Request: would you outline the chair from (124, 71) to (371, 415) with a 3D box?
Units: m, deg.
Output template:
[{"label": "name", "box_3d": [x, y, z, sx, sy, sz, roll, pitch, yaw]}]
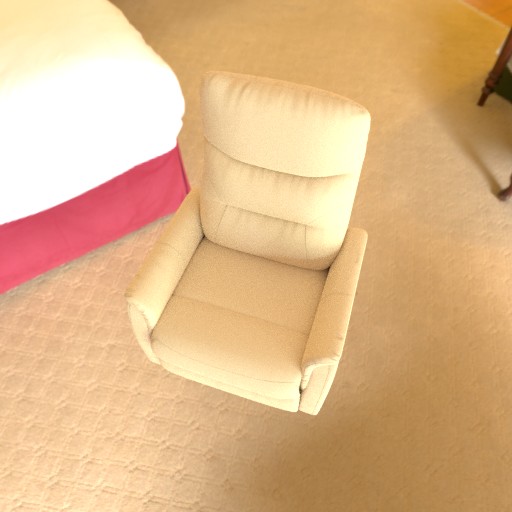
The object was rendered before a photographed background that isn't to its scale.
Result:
[{"label": "chair", "box_3d": [0.000, 0.000, 1.657, 0.775, 1.082, 0.831, 15, 58, 10]}]
